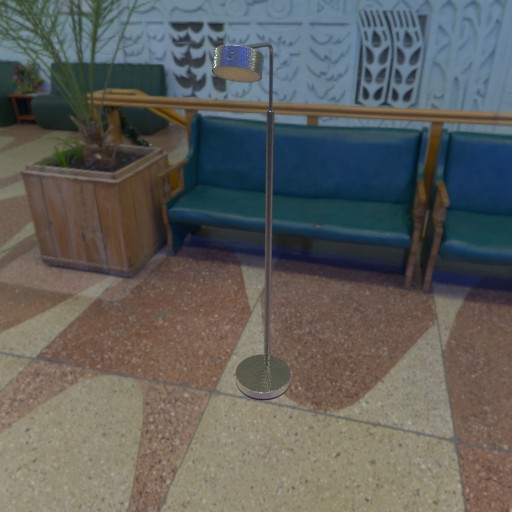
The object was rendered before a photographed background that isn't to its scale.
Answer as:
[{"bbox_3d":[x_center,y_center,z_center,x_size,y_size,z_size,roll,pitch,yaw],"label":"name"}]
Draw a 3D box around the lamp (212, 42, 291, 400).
[{"bbox_3d":[0.000,0.000,1.433,0.222,1.250,0.421,8,29,15],"label":"lamp"}]
